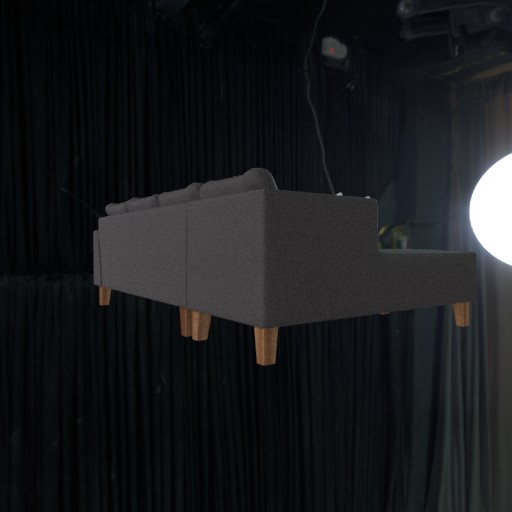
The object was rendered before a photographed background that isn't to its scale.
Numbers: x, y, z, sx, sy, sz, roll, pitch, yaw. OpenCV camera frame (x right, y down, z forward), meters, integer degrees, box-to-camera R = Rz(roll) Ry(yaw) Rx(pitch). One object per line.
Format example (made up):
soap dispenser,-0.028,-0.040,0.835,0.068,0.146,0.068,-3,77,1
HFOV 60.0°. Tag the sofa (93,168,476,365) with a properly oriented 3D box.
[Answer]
sofa,0.000,0.000,3.577,1.829,0.932,2.679,-1,2,-35
